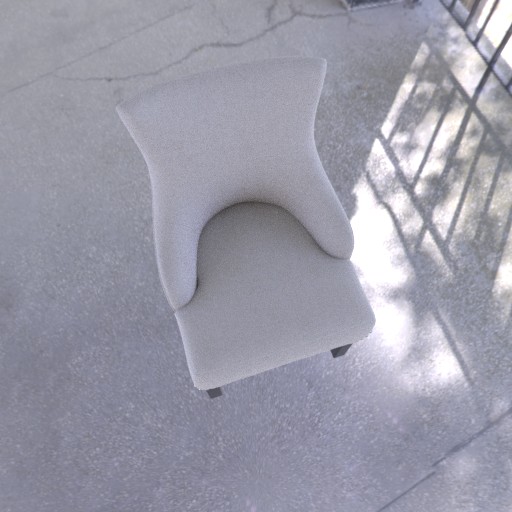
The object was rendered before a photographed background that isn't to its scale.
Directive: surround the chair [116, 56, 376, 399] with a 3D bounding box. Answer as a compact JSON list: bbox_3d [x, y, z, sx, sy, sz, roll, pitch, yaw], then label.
[{"bbox_3d":[0.000,0.000,1.325,0.566,0.909,0.629,-16,64,-8],"label":"chair"}]
